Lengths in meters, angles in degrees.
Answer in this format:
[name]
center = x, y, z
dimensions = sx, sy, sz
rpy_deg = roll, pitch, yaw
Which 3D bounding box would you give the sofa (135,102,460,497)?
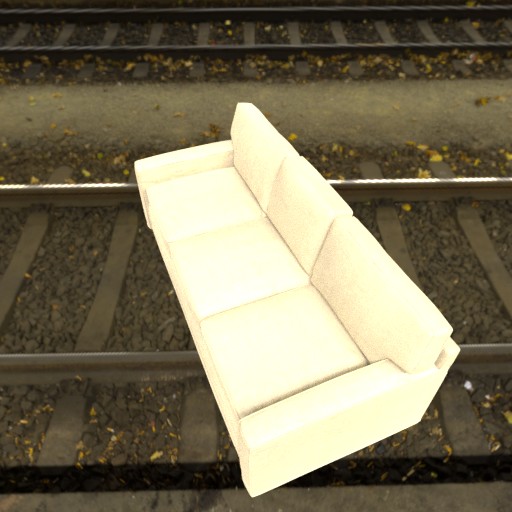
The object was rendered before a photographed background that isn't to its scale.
[sofa]
center = 0.000, 0.000, 2.508
dimensions = 0.936, 0.862, 2.093
rpy_deg = -16, 47, -16
